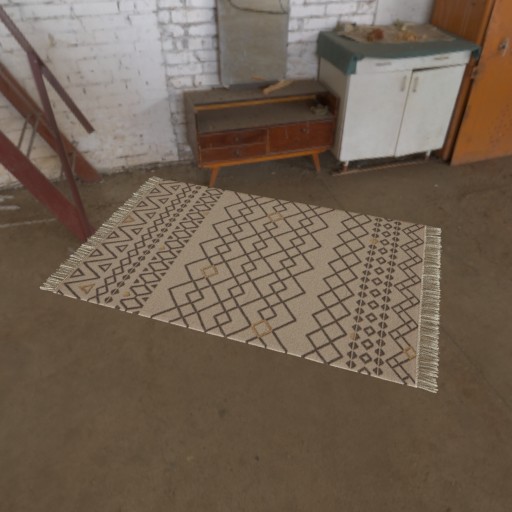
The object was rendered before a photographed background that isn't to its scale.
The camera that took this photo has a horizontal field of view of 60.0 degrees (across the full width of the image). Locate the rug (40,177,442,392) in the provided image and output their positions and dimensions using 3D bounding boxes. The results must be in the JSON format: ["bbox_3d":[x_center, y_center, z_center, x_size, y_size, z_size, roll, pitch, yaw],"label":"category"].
[{"bbox_3d":[0.000,0.000,2.538,2.023,0.028,1.224,12,42,14],"label":"rug"}]
